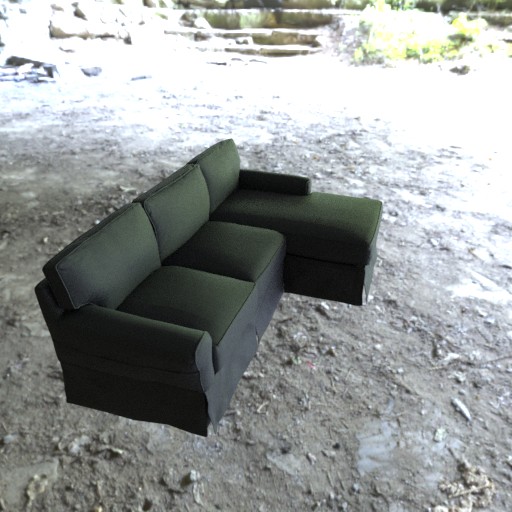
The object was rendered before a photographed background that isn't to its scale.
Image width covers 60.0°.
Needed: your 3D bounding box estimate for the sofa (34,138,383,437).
[{"bbox_3d":[0.000,0.000,3.251,1.637,1.039,2.518,10,32,17],"label":"sofa"}]
